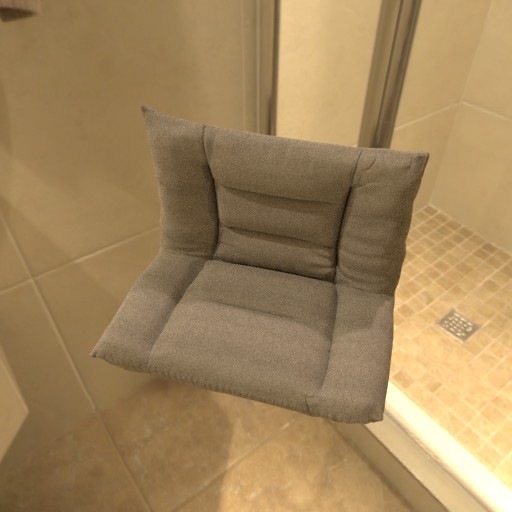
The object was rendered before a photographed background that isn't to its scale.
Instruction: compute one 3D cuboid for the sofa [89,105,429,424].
[{"bbox_3d":[0.000,0.000,1.695,1.144,0.795,0.847,11,43,12],"label":"sofa"}]
